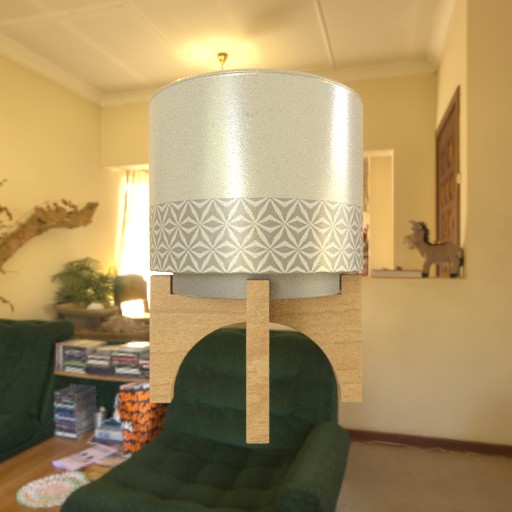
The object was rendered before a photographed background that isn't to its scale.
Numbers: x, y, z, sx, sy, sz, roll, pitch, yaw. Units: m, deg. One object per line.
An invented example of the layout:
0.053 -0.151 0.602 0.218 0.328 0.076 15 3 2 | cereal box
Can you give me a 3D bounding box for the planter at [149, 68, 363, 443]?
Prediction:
0.000 0.000 0.528 0.249 0.343 0.249 0 0 0 | planter
